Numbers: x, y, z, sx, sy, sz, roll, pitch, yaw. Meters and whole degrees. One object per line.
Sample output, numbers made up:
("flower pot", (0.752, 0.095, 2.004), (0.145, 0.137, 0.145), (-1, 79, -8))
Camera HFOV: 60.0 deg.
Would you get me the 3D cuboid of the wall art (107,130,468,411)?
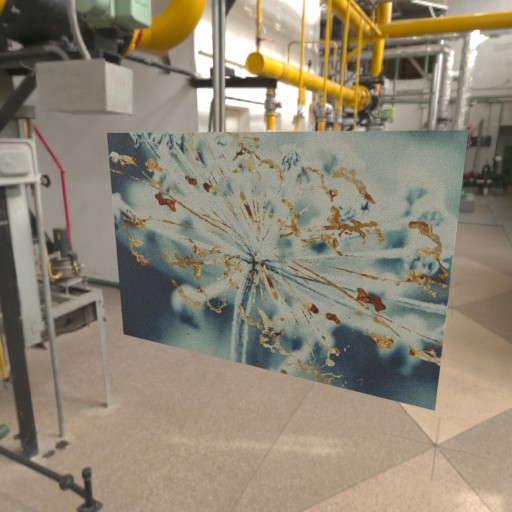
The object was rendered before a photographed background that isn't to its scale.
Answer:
("wall art", (0.000, 0.000, 1.408), (1.138, 0.759, 0.035), (7, 16, 25))
